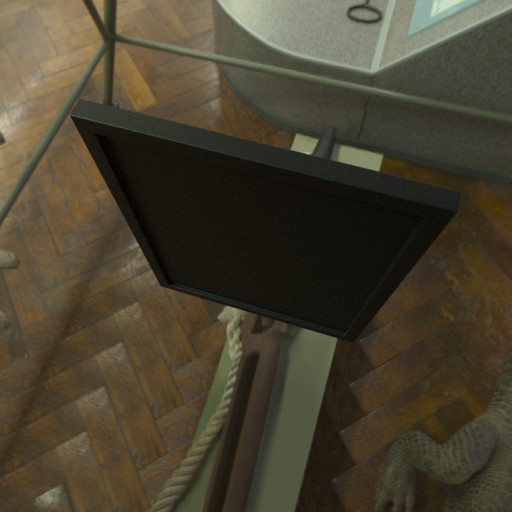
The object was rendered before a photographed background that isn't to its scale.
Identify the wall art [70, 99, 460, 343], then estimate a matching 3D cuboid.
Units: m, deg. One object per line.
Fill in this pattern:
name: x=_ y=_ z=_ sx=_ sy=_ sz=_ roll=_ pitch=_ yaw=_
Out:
wall art: x=0.000 y=0.000 z=0.757 sx=0.457 sy=0.559 sz=0.028 roll=16 pitch=66 yaw=7
